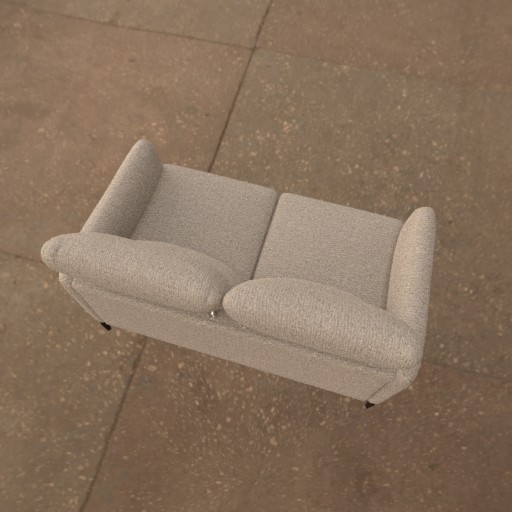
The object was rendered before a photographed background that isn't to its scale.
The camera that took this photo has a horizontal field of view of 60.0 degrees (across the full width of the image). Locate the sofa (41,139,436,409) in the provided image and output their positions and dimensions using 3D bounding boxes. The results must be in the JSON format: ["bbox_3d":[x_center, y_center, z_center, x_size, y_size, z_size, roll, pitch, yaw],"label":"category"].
[{"bbox_3d":[0.000,0.000,2.048,1.540,0.950,0.905,15,64,7],"label":"sofa"}]
